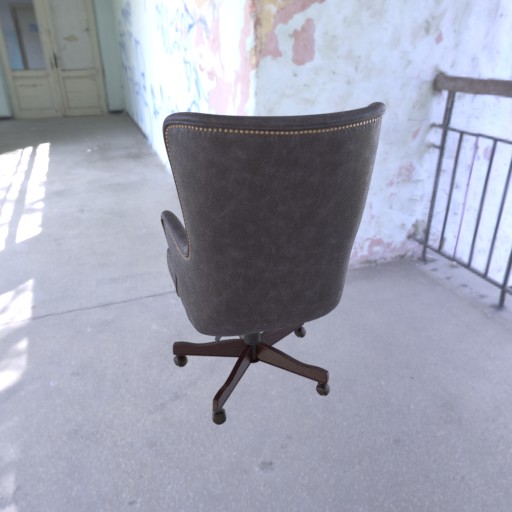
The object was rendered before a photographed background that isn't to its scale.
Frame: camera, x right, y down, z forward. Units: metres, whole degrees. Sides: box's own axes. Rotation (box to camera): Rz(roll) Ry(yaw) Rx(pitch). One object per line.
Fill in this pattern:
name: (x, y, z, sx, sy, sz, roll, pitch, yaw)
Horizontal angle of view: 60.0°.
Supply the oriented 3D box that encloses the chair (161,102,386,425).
chair: (0.000, 0.000, 1.502, 0.594, 1.037, 0.717, -9, 28, -17)
